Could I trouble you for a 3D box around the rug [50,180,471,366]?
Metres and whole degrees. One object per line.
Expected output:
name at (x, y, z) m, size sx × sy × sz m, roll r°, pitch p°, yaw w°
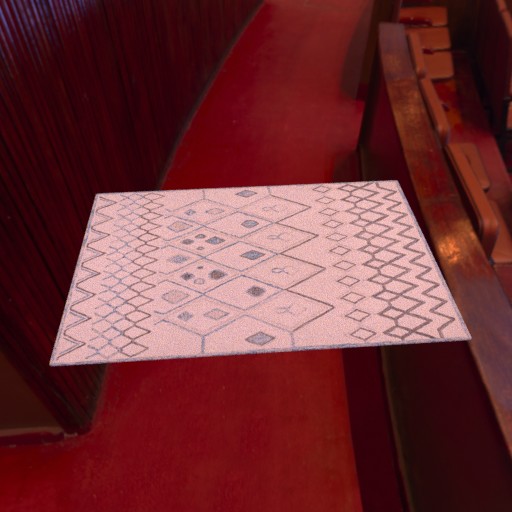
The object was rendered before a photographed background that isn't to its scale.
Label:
rug at (0.000, 0.000, 3.066) m, size 2.439 × 0.015 × 1.524 m, roll -3°, pitch 47°, yaw -3°
